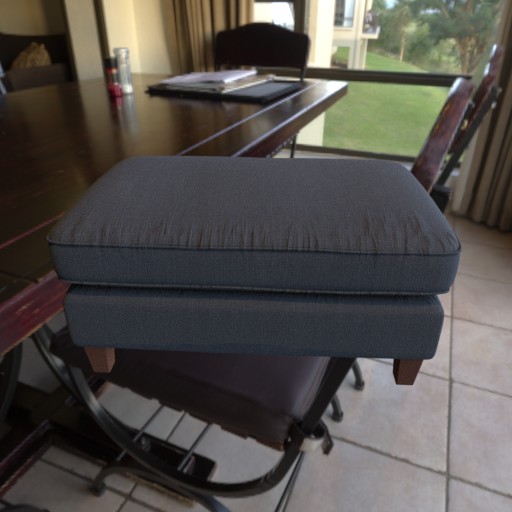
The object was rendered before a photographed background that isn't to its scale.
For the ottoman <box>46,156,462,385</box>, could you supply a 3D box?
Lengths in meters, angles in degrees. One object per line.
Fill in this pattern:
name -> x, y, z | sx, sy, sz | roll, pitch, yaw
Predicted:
ottoman -> 0.000, 0.000, 1.208 | 0.885, 0.438, 0.570 | 2, 30, 3
